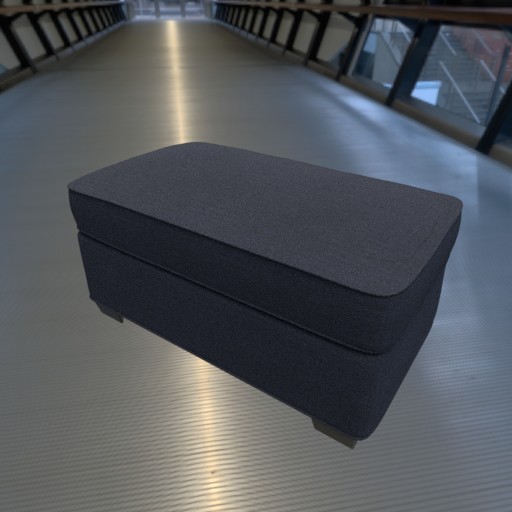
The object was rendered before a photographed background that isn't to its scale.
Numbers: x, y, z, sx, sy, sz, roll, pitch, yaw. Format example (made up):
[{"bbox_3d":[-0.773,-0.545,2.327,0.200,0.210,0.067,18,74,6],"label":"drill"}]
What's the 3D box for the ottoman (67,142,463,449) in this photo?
[{"bbox_3d":[0.000,0.000,1.182,0.895,0.453,0.505,20,36,29],"label":"ottoman"}]
